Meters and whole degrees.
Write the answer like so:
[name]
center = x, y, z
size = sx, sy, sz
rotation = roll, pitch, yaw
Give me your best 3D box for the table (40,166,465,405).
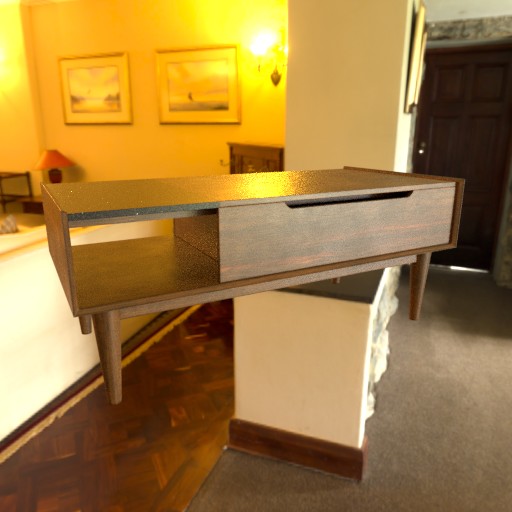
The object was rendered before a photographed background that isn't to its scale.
[table]
center = 0.000, 0.000, 1.492
size = 1.221, 0.508, 0.610
rotation = -9, 18, -27
